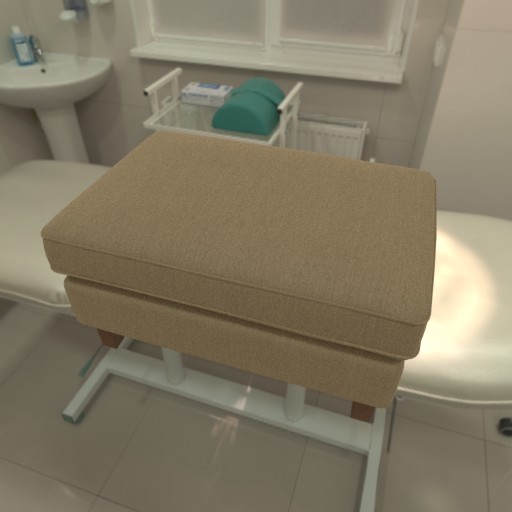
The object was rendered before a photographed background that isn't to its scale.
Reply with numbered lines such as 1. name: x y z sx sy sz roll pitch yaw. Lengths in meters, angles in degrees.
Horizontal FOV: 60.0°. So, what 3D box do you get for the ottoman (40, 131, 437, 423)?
1. ottoman: 0.000 0.000 1.313 0.945 0.521 0.636 12 42 14
